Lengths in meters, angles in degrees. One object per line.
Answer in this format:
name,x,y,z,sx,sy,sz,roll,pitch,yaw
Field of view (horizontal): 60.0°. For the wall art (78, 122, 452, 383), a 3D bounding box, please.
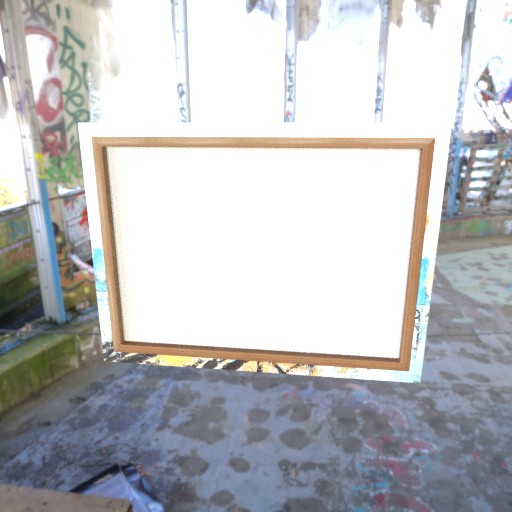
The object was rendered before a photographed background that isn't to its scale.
wall art,0.000,0.000,1.319,1.016,0.762,0.038,2,17,7
